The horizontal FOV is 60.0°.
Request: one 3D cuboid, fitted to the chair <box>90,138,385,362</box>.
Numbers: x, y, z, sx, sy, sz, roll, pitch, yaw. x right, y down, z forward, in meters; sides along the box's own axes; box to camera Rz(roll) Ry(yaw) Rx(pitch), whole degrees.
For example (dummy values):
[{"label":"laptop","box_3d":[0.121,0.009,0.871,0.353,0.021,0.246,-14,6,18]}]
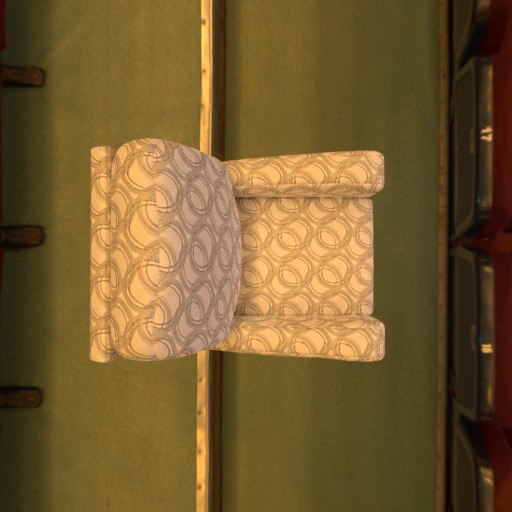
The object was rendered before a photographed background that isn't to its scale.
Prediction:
[{"label":"chair","box_3d":[0.000,0.000,1.741,0.995,1.065,0.796,0,89,-1]}]
